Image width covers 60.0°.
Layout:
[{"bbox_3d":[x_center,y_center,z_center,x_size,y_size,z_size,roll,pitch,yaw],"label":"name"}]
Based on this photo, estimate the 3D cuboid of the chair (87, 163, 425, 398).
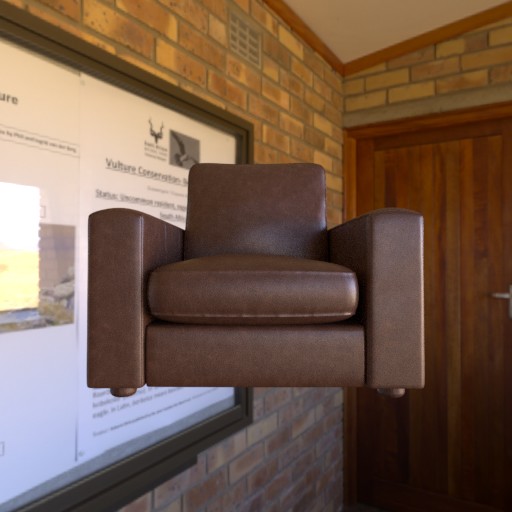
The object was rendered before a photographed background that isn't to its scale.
[{"bbox_3d":[0.000,0.000,1.770,1.005,0.873,1.016,0,-1,0],"label":"chair"}]
